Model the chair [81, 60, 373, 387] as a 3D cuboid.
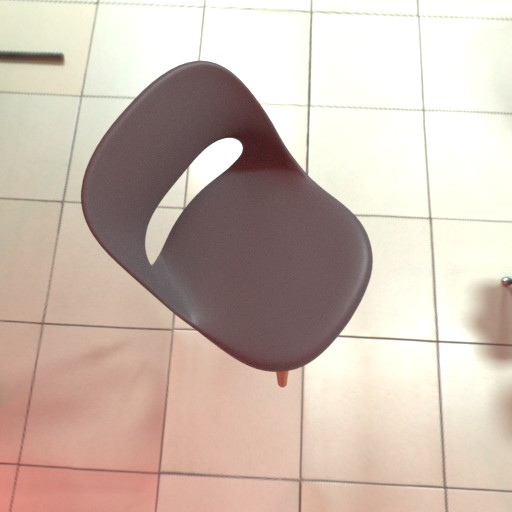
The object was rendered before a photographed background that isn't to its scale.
[{"bbox_3d":[0.000,0.000,1.113,0.556,0.795,0.470,35,78,9],"label":"chair"}]
